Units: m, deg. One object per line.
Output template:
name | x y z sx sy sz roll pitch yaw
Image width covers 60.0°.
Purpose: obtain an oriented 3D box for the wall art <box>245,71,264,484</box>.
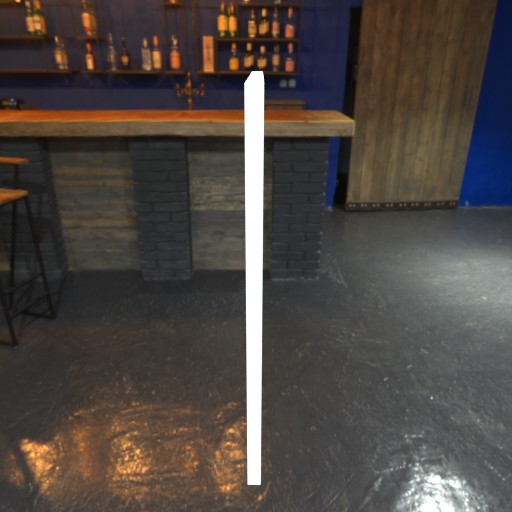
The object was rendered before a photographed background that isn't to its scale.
wall art | 0.000 0.000 1.392 0.039 1.050 0.795 0 24 1
